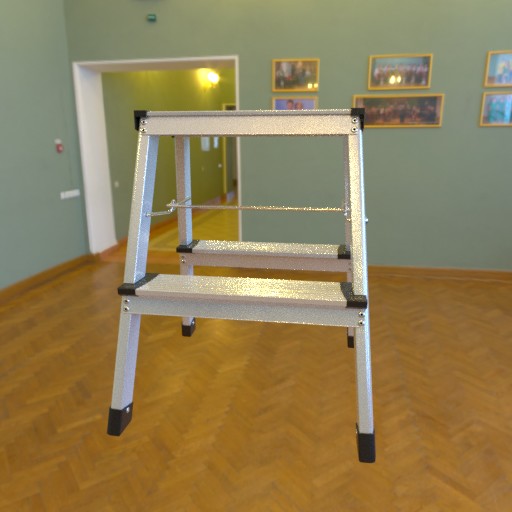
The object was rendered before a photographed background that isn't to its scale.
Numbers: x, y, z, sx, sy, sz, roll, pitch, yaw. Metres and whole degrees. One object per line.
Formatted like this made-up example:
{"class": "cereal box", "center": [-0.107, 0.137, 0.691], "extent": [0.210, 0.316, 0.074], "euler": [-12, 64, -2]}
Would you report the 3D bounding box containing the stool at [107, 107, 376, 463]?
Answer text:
{"class": "stool", "center": [0.000, 0.000, 0.781], "extent": [0.404, 0.480, 0.405], "euler": [2, 15, 9]}
